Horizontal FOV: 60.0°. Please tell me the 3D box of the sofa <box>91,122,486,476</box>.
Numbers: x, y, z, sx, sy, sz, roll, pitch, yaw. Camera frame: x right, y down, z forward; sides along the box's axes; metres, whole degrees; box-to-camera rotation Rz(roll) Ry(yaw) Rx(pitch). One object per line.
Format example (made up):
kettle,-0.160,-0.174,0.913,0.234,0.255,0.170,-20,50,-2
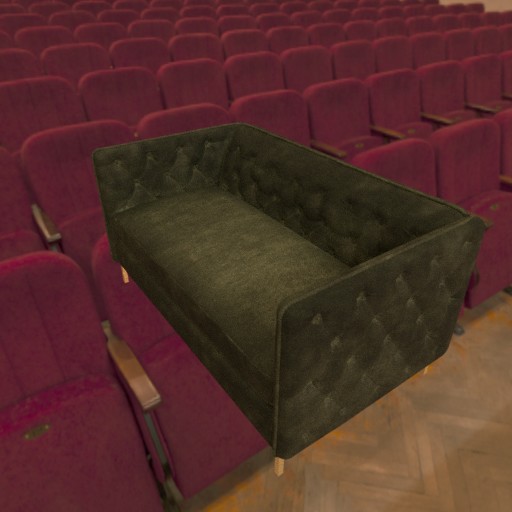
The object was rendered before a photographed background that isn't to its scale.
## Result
sofa,0.000,0.000,2.006,0.895,0.768,1.537,-21,38,-29
